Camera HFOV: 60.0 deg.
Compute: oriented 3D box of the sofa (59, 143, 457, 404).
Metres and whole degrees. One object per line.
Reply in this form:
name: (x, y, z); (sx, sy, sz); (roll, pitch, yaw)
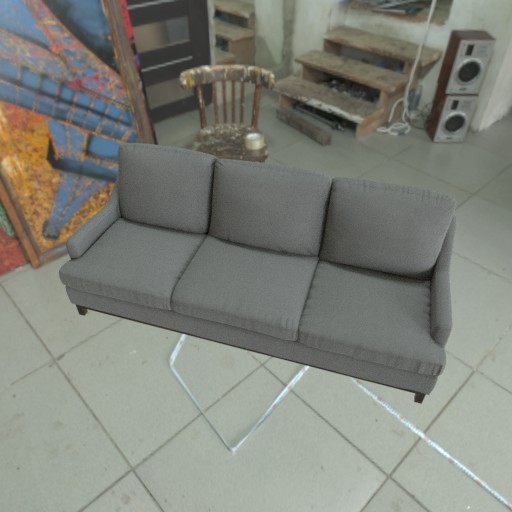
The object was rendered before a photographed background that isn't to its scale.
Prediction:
sofa: (0.000, 0.000, 2.825); (2.344, 0.926, 0.987); (12, 43, 13)
